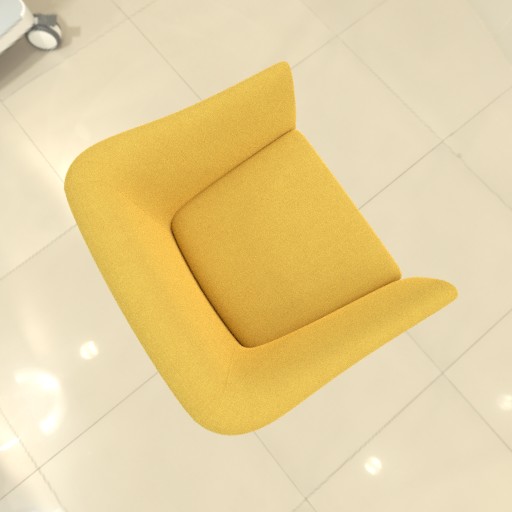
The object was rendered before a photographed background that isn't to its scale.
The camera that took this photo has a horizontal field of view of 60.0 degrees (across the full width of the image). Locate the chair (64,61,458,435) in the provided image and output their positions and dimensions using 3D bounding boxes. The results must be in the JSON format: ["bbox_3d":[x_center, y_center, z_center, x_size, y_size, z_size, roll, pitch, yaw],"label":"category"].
[{"bbox_3d":[0.000,0.000,1.317,0.700,0.720,0.790,-32,78,-7],"label":"chair"}]
